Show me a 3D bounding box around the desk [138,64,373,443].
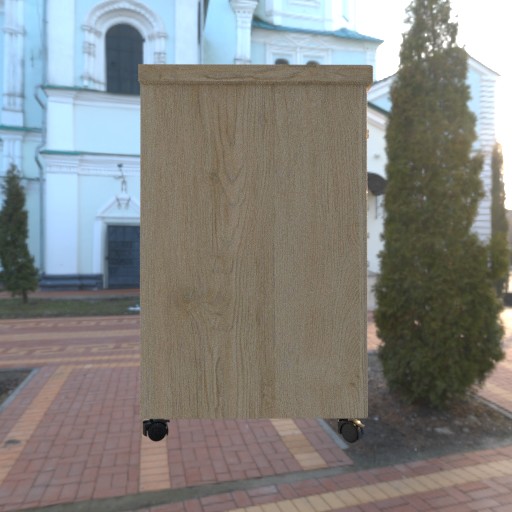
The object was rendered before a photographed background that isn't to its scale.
[{"bbox_3d":[0.000,0.000,1.335,0.480,0.770,0.885,0,0,0],"label":"desk"}]
